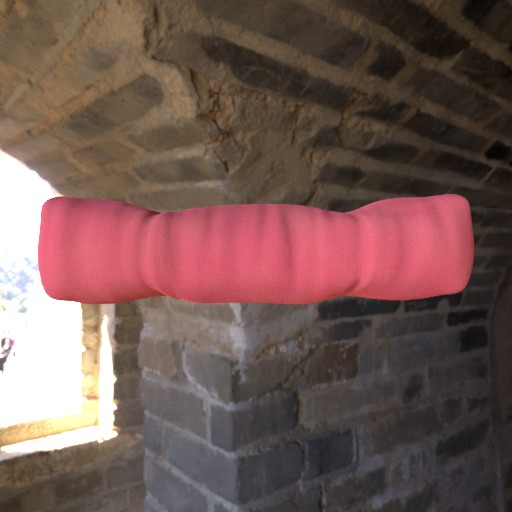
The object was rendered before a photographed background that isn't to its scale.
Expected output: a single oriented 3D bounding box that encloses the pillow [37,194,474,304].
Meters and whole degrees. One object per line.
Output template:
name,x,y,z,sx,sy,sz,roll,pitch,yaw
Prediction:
pillow,0.000,0.000,0.705,0.490,0.128,0.468,0,-2,0
